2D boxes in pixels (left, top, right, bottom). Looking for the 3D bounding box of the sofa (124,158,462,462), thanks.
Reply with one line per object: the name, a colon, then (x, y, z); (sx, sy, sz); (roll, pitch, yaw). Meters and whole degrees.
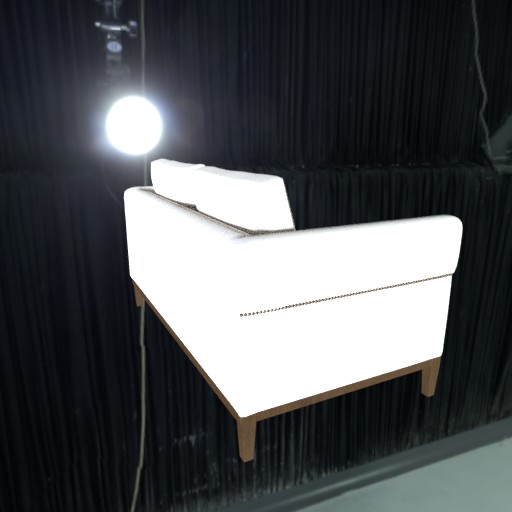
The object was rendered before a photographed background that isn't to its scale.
sofa: (0.000, 0.000, 2.118); (0.905, 0.873, 1.598); (-8, 17, -26)
